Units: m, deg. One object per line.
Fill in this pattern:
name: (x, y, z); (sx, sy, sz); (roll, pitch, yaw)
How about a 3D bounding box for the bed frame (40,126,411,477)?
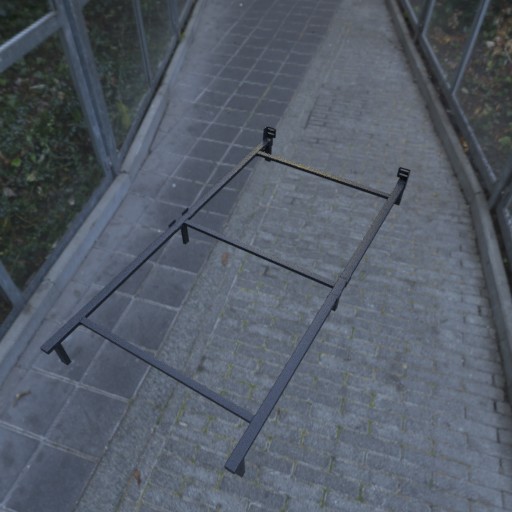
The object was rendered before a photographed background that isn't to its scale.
bed frame: (0.000, 0.000, 2.265); (0.968, 0.248, 1.897); (23, 51, 21)
